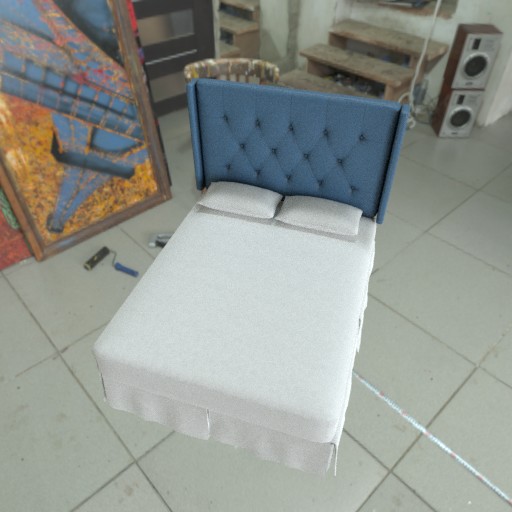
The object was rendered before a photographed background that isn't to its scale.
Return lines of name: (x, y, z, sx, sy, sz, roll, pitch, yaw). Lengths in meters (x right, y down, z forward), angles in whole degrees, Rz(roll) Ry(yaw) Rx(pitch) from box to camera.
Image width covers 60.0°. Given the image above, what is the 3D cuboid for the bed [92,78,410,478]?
bed: (0.000, 0.000, 3.191, 1.719, 1.665, 2.078, 12, 44, 13)
